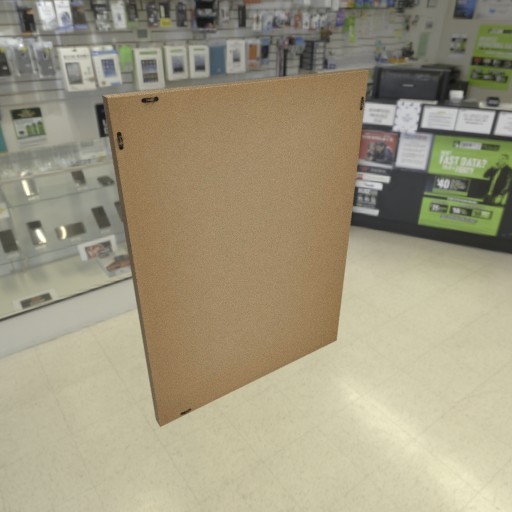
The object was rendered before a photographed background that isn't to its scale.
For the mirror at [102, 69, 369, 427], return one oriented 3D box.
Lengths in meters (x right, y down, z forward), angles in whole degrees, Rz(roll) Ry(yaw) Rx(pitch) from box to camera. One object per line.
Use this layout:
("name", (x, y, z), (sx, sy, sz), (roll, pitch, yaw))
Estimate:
("mirror", (0.000, 0.000, 1.368), (0.762, 1.016, 0.041), (-18, 35, -29))
